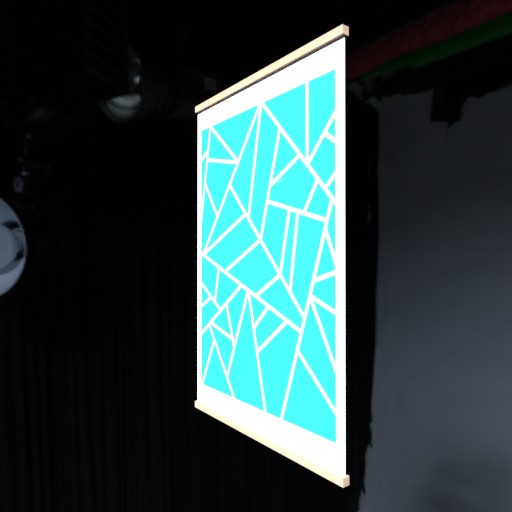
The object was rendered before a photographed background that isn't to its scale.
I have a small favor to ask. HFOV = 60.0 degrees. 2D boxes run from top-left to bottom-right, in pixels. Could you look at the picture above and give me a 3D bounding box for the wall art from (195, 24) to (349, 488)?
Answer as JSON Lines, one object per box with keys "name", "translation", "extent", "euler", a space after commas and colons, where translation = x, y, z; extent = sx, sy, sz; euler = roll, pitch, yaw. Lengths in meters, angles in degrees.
{"name": "wall art", "translation": [0.000, 0.000, 1.858], "extent": [0.030, 1.519, 0.990], "euler": [0, -1, -37]}
